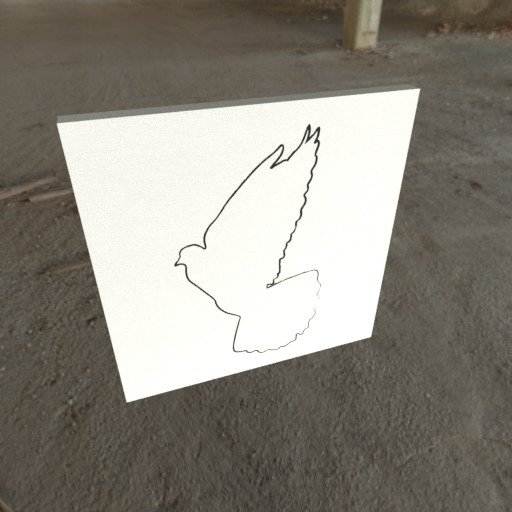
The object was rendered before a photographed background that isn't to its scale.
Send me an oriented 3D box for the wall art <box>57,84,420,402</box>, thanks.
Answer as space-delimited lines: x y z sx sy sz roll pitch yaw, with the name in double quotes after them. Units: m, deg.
0.000 0.000 0.894 0.610 0.610 0.038 -11 35 -16 "wall art"
